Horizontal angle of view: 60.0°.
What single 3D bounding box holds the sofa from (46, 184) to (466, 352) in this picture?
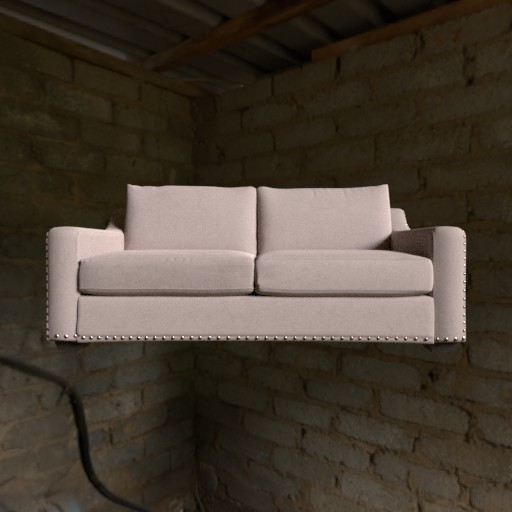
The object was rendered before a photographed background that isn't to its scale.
[{"bbox_3d":[0.000,0.000,2.538,1.967,0.901,1.030,0,1,1],"label":"sofa"}]
